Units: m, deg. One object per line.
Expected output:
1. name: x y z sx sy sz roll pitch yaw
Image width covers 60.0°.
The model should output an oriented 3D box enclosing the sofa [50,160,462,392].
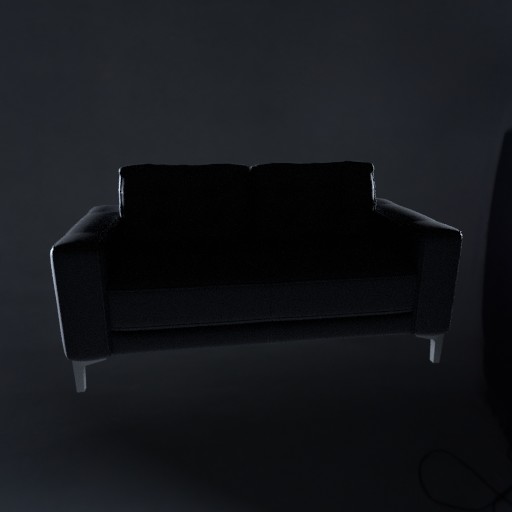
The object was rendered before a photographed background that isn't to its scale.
1. sofa: 0.000 0.000 2.218 1.726 0.893 0.833 -3 18 -8
